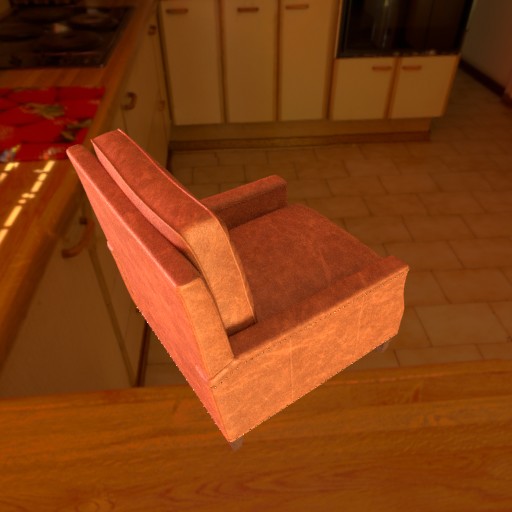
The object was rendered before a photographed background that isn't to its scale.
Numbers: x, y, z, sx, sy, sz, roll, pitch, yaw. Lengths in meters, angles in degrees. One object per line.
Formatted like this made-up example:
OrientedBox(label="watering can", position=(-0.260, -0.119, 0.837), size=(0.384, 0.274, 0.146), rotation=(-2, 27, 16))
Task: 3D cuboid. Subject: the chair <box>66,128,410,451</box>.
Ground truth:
OrientedBox(label="chair", position=(0.000, 0.000, 1.789), size=(1.035, 1.054, 0.854), rotation=(-24, 46, -26))
